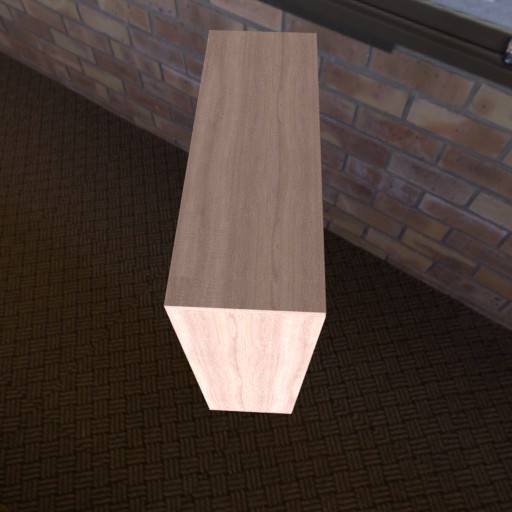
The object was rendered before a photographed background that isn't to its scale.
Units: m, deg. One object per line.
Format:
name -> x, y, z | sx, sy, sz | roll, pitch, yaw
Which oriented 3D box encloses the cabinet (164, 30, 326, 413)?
cabinet -> 0.000, 0.000, 1.957 | 0.398, 1.388, 1.111 | 2, 60, 1
